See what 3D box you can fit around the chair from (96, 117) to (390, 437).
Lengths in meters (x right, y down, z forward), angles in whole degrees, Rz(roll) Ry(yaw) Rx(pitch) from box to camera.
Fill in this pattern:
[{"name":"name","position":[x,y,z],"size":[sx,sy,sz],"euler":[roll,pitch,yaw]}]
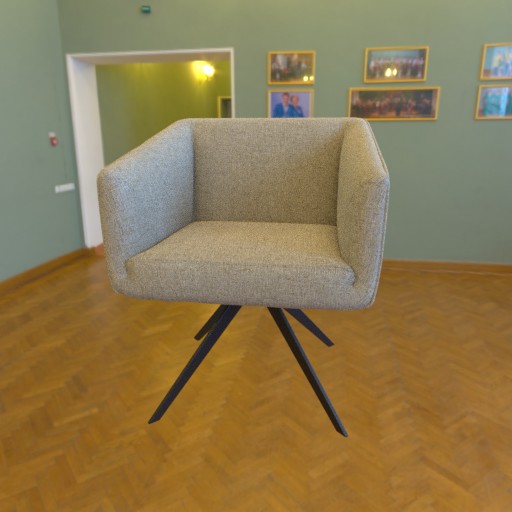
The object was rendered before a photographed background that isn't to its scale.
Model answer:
[{"name":"chair","position":[0.000,0.000,1.242],"size":[0.628,0.760,0.623],"euler":[2,15,8]}]
